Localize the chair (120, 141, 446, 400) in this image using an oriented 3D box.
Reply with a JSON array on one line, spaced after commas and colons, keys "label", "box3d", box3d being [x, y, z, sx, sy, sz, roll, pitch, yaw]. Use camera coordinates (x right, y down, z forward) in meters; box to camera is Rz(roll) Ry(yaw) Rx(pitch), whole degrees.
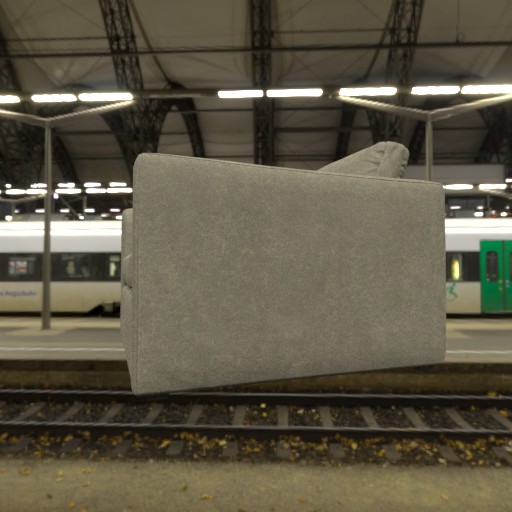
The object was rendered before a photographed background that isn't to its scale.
[{"label": "chair", "box3d": [0.000, 0.000, 1.863, 1.091, 0.845, 1.190, 1, -2, -18]}]
